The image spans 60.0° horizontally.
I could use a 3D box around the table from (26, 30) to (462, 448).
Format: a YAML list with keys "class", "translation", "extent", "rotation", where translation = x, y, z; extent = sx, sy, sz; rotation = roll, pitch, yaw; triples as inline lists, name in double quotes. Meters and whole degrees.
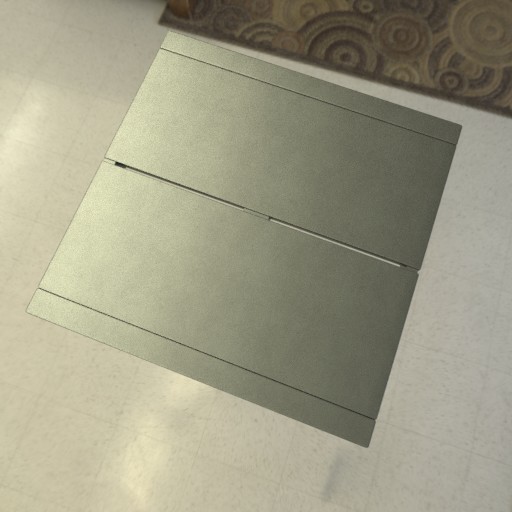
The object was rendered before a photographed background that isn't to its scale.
- class: "table"
  translation: [0.000, 0.000, 0.906]
  extent: [0.508, 0.508, 0.508]
  rotation: [20, 76, 5]
